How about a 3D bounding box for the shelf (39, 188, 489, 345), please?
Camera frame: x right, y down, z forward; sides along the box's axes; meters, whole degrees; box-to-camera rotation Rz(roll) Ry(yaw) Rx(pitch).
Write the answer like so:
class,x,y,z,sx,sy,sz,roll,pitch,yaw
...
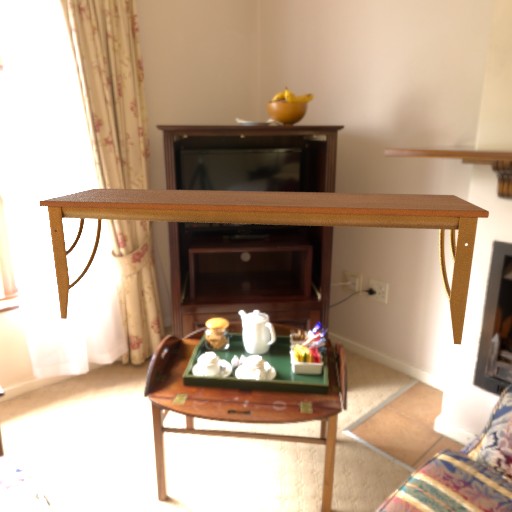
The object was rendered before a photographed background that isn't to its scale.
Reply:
class,x,y,z,sx,sy,sz,roll,pitch,yaw
shelf,0.000,0.000,0.723,0.636,0.190,0.166,2,15,8
